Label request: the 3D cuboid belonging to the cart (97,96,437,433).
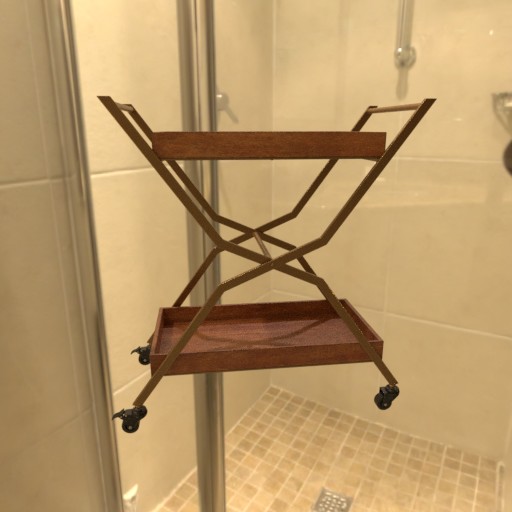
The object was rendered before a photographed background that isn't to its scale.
[{"bbox_3d":[0.000,0.000,1.320,0.836,0.869,0.405,-2,16,-7],"label":"cart"}]
